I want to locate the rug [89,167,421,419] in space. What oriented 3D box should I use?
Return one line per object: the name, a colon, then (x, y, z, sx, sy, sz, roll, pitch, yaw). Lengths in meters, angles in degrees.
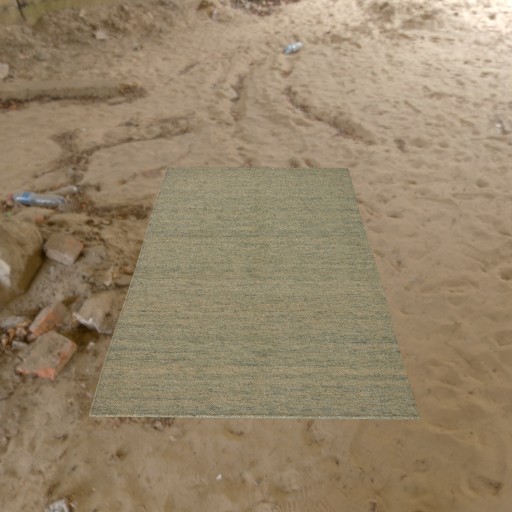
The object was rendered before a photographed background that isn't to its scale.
rug: (0.000, 0.000, 2.915, 1.547, 0.013, 2.283, 0, 41, 0)
